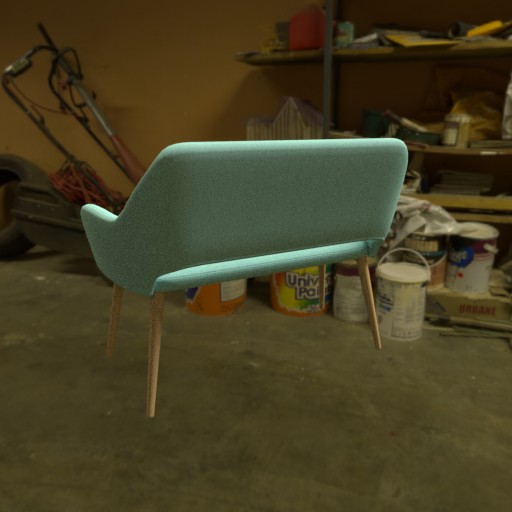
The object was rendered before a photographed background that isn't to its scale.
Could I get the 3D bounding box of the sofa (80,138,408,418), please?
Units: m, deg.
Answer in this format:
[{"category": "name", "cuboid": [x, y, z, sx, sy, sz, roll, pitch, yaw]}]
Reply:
[{"category": "sofa", "cuboid": [0.000, 0.000, 1.622, 1.150, 0.840, 0.610, -9, 19, -26]}]
